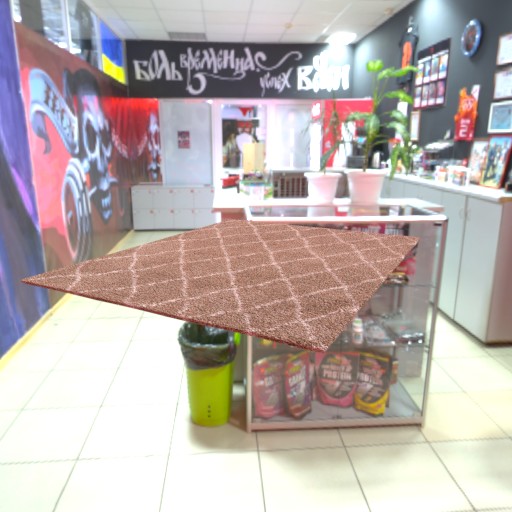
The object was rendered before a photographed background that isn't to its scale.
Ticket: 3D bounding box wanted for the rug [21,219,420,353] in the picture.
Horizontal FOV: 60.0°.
[{"bbox_3d":[0.000,0.000,4.098,2.438,0.029,3.047,8,17,27],"label":"rug"}]
